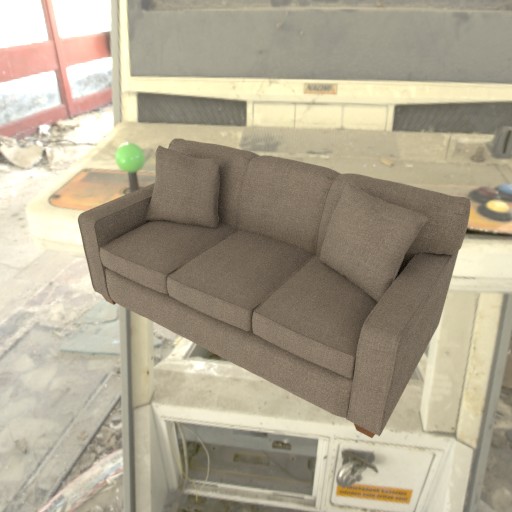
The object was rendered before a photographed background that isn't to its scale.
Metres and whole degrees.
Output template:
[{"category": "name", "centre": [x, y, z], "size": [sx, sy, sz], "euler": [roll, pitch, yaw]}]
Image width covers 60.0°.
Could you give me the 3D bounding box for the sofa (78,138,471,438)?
[{"category": "sofa", "centre": [0.000, 0.000, 2.599], "size": [2.024, 0.958, 0.997], "euler": [19, 36, 29]}]
